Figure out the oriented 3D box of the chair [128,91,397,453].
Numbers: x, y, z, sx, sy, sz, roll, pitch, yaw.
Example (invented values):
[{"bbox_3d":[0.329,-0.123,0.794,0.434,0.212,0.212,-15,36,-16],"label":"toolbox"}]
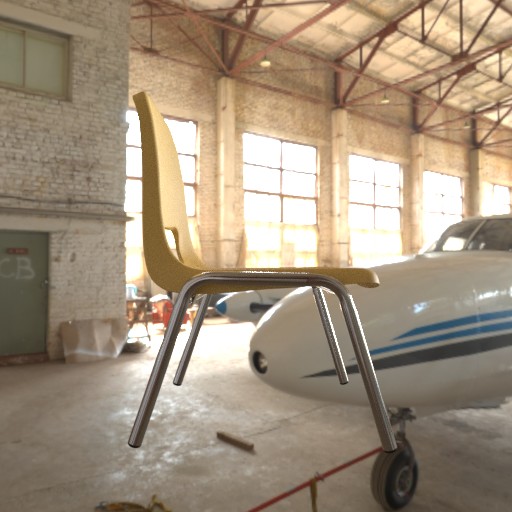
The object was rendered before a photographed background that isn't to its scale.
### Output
[{"bbox_3d":[0.000,0.000,0.773,0.385,0.536,0.354,0,-1,1],"label":"chair"}]
